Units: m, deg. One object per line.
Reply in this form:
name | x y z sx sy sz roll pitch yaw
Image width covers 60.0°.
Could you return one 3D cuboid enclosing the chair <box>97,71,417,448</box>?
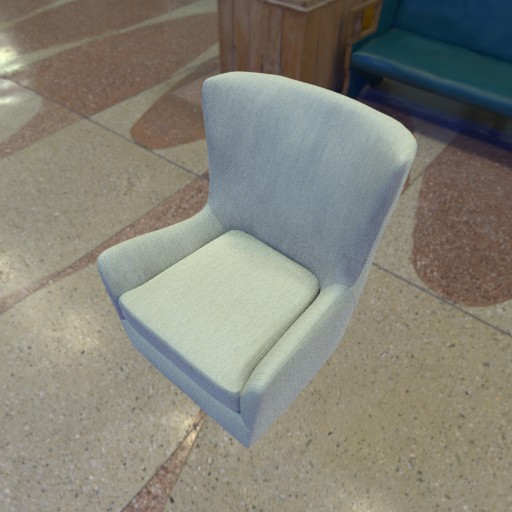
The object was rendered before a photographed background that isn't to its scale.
chair | 0.000 0.000 1.644 0.779 1.000 0.904 32 55 27
